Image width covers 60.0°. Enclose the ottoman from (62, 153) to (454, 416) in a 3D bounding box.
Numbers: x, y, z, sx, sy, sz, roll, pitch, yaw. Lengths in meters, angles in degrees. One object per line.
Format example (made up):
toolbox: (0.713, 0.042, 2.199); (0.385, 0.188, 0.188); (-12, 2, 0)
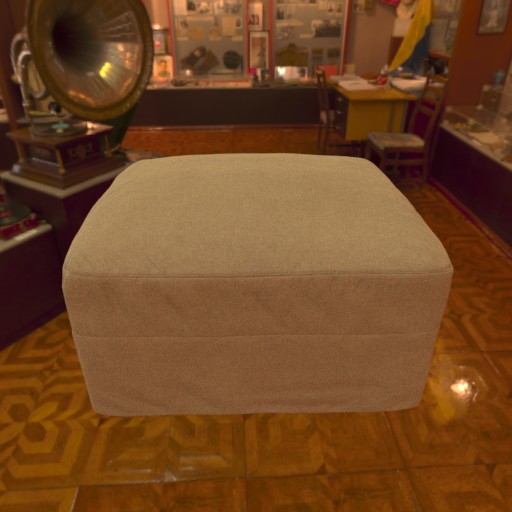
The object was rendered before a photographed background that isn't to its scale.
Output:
ottoman: (0.000, 0.000, 1.216); (0.837, 0.481, 0.683); (-1, 30, -1)
